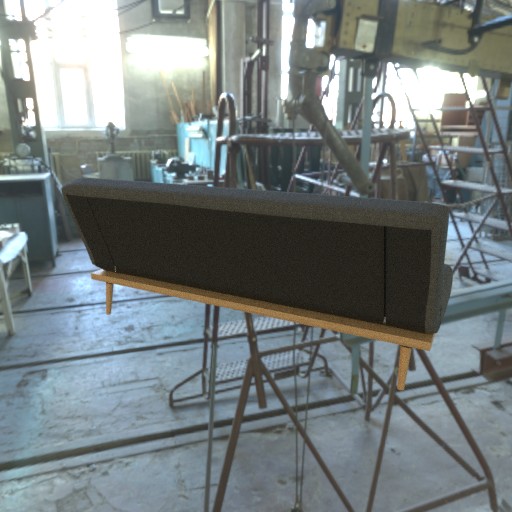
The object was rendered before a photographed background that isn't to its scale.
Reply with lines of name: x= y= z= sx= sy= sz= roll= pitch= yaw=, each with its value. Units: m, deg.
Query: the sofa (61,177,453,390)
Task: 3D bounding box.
sofa: x=0.000 y=0.000 z=2.254 sx=1.820 sy=0.770 sz=0.820 roll=8 pitch=18 yaw=26
